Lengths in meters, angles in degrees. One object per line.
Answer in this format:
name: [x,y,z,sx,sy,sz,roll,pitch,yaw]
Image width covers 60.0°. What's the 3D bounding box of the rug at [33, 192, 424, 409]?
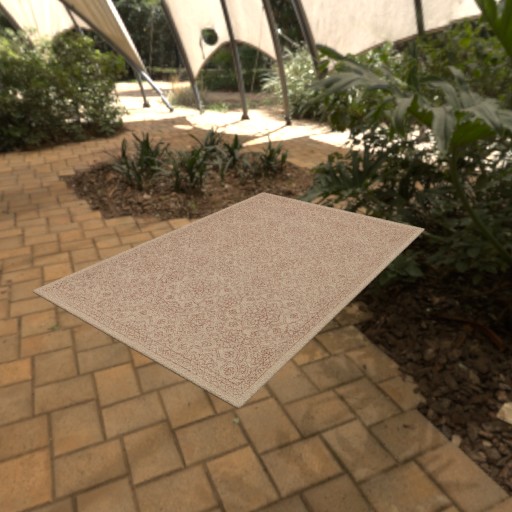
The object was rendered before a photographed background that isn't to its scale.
rug: [0.000,0.000,2.378,1.219,0.010,1.829,18,31,32]
